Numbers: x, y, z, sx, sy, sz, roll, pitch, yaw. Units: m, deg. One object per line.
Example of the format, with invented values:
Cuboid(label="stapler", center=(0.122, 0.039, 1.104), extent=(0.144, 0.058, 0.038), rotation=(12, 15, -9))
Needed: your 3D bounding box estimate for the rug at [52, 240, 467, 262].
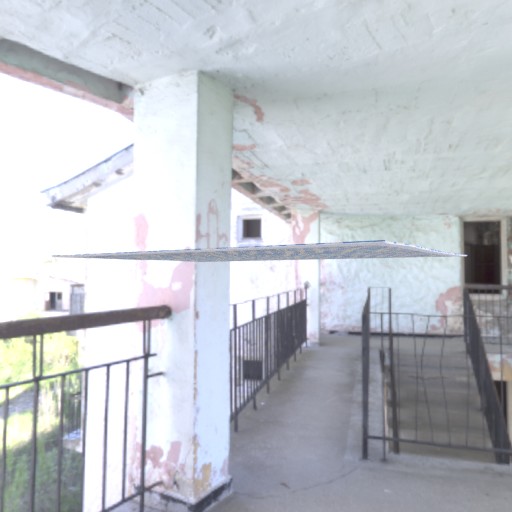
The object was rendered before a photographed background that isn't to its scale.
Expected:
Cuboid(label="rug", center=(0.000, 0.000, 2.321), extent=(1.830, 0.011, 1.209), rotation=(-2, -3, 36))
